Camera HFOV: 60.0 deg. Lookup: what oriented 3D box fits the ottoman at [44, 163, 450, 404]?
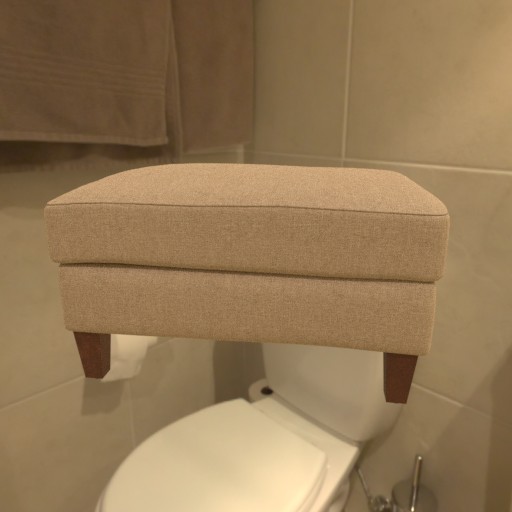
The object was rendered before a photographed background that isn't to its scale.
[{"bbox_3d":[0.000,0.000,1.295,0.898,0.519,0.677,2,18,8],"label":"ottoman"}]
